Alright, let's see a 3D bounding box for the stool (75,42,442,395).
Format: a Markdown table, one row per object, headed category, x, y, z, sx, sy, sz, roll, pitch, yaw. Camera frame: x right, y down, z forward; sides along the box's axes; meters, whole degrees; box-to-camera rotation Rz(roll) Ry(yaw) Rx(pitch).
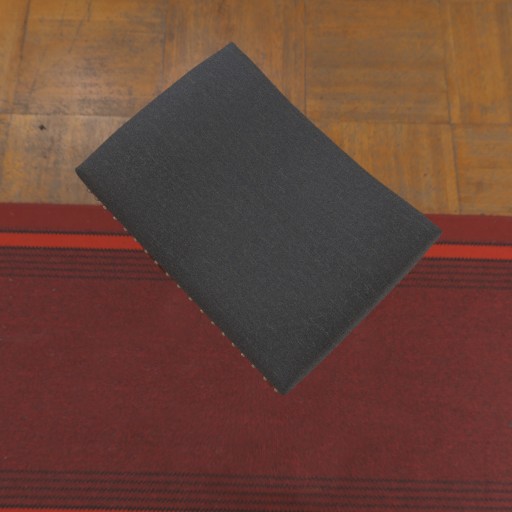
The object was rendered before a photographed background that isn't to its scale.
| category | x | y | z | sx | sy | sz | roll | pitch | yaw |
| --- | --- | --- | --- | --- | --- | --- | --- | --- | --- |
| stool | 0.000 | 0.000 | 1.026 | 0.366 | 0.760 | 0.502 | -43 | 80 | -10 |
